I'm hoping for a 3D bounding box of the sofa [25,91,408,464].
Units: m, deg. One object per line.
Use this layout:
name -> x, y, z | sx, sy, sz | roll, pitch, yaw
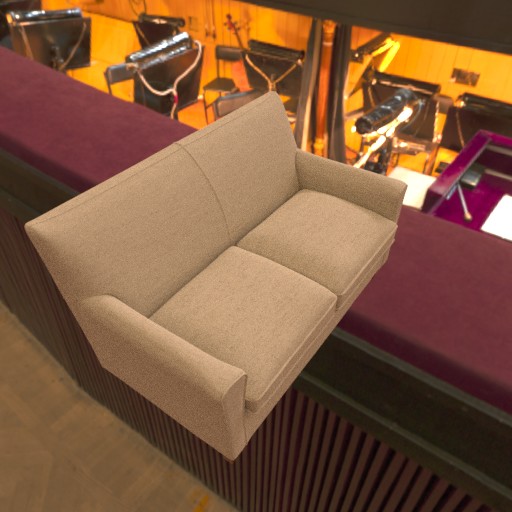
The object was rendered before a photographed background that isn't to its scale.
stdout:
sofa -> 0.000, 0.000, 2.039 | 0.891, 0.892, 1.482 | 26, 47, 26
